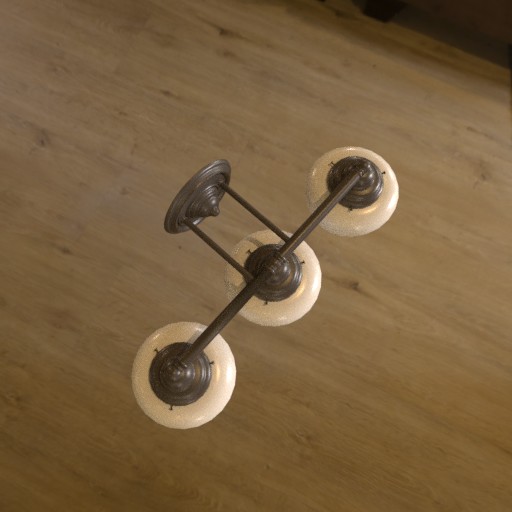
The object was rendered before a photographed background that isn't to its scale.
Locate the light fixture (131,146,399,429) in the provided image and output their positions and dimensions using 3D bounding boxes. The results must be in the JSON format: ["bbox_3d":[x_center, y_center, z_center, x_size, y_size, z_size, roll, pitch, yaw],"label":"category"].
[{"bbox_3d":[0.000,0.000,0.708,0.239,0.242,0.587,41,79,10],"label":"light fixture"}]
